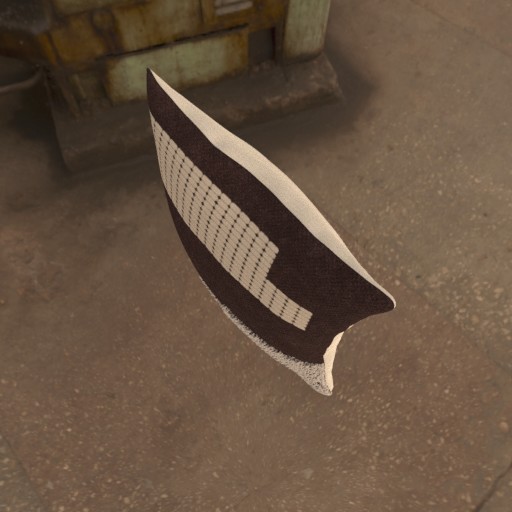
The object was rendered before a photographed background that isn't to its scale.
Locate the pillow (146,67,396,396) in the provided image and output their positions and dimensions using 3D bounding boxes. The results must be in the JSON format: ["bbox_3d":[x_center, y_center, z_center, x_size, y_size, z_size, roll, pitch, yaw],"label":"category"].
[{"bbox_3d":[0.000,0.000,0.751,0.178,0.473,0.475,-36,68,-17],"label":"pillow"}]
